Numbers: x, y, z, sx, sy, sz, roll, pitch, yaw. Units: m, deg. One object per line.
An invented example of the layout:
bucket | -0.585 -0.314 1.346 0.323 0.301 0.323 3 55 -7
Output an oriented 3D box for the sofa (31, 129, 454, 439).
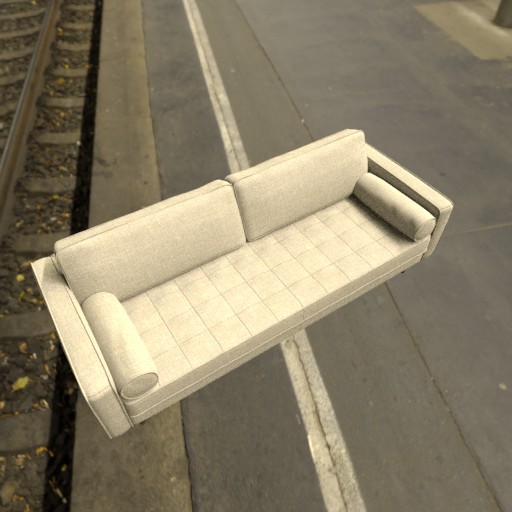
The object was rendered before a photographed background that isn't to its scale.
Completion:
sofa | 0.000 0.000 2.544 2.211 0.762 0.914 -26 52 -22
